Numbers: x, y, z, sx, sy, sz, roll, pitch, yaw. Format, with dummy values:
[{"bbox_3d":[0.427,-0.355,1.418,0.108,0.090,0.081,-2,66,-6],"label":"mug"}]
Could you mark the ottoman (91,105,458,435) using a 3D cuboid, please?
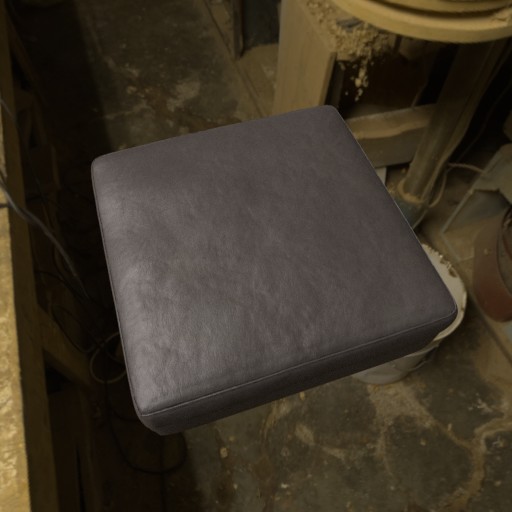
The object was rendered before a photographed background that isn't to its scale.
[{"bbox_3d":[0.000,0.000,1.359,0.836,0.415,0.844,-16,60,-9],"label":"ottoman"}]
